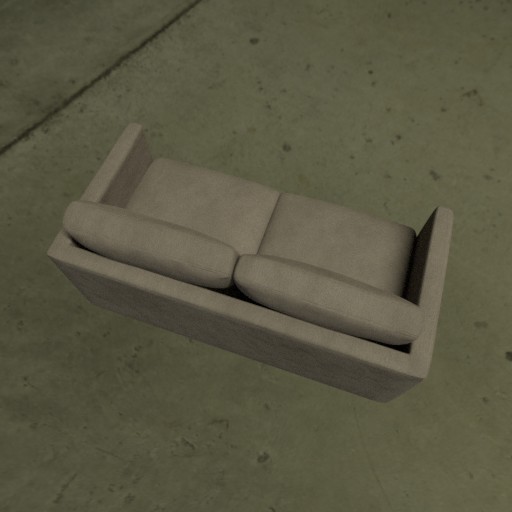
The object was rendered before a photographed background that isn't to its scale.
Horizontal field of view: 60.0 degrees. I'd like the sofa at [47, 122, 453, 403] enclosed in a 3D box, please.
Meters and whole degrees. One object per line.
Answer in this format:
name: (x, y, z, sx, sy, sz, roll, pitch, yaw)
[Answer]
sofa: (0.000, 0.000, 2.459, 1.884, 0.963, 0.950, 17, 64, 9)
